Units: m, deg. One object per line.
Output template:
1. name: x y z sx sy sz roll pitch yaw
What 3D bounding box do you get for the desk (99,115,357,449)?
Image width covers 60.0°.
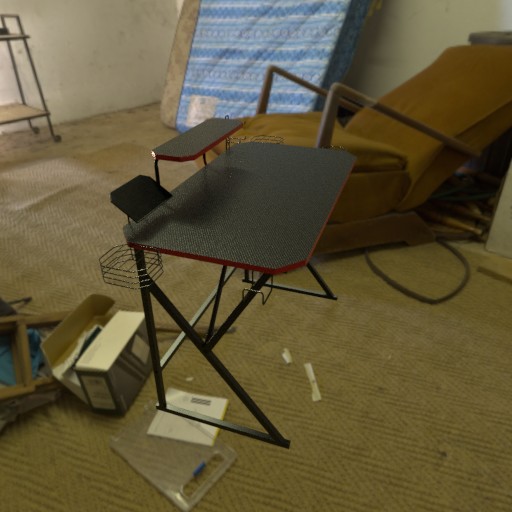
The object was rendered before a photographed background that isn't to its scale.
1. desk: 0.000 0.000 1.738 0.588 0.913 1.280 10 32 17
